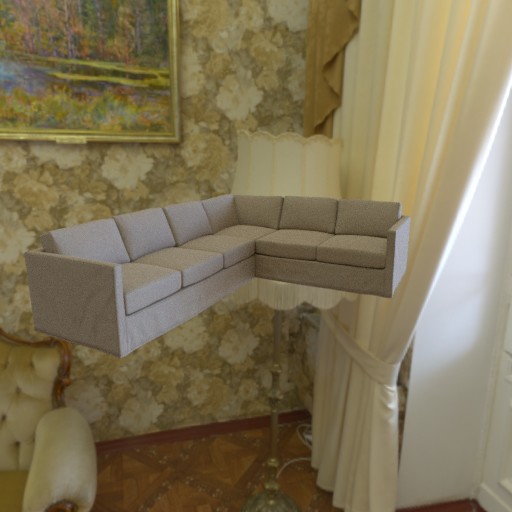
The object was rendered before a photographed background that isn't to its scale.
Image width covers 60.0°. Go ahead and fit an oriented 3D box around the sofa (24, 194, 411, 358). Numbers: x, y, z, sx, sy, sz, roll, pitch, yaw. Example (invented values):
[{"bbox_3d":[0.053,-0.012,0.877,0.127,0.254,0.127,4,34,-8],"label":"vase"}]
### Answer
[{"bbox_3d":[0.000,0.000,4.313,2.432,0.871,3.182,7,16,26],"label":"sofa"}]
